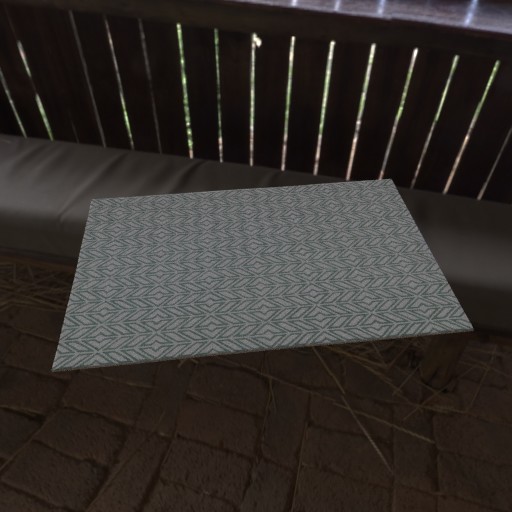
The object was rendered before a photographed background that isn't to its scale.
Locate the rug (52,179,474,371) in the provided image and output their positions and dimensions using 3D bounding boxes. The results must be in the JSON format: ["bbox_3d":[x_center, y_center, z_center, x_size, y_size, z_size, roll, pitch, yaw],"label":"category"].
[{"bbox_3d":[0.000,0.000,3.060,2.435,0.011,1.517,-5,46,-4],"label":"rug"}]
